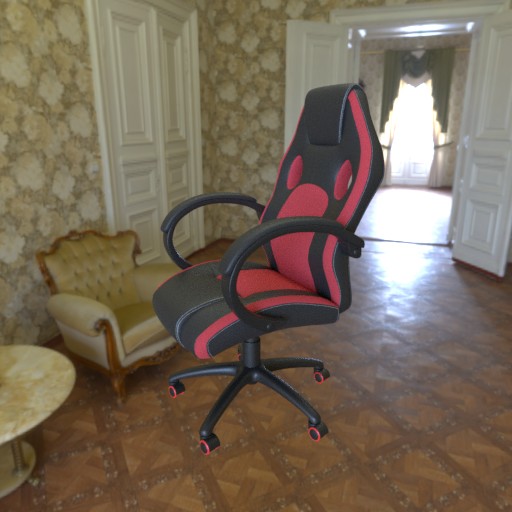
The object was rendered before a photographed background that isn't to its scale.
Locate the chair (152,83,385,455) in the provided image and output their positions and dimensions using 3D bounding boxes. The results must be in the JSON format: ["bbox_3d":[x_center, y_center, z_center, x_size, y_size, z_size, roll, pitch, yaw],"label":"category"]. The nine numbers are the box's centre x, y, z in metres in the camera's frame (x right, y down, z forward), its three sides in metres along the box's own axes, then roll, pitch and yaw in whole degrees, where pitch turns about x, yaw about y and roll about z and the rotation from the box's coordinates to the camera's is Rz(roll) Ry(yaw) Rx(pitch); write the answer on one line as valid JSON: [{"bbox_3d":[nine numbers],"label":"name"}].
[{"bbox_3d":[0.000,0.000,1.606,0.724,1.187,0.673,-8,18,-26],"label":"chair"}]
